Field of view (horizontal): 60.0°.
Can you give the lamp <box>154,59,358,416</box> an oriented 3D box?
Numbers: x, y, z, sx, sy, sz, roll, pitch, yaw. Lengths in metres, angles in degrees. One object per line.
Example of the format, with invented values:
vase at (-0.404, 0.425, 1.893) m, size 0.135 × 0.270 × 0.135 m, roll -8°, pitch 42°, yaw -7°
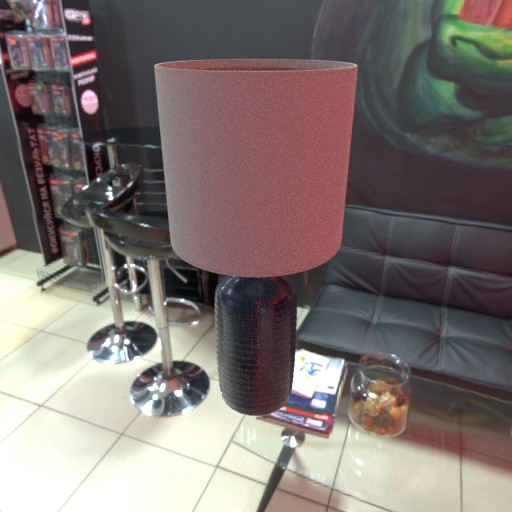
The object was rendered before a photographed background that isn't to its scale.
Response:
lamp at (0.000, 0.000, 0.596) m, size 0.220 × 0.475 × 0.220 m, roll -18°, pitch 32°, yaw -31°
